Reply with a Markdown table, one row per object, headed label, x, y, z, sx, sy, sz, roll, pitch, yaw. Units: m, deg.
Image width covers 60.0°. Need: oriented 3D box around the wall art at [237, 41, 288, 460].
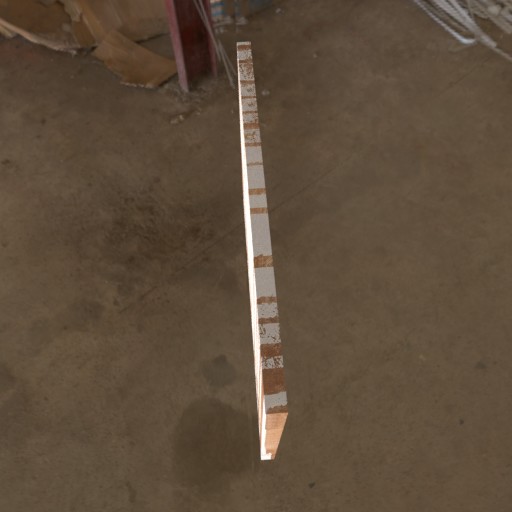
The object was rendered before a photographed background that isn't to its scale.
| label | x | y | z | sx | sy | sz | roll | pitch | yaw |
| --- | --- | --- | --- | --- | --- | --- | --- | --- | --- |
| wall art | 0.000 | 0.000 | 1.162 | 0.035 | 0.609 | 0.914 | -3 | 59 | -2 |
